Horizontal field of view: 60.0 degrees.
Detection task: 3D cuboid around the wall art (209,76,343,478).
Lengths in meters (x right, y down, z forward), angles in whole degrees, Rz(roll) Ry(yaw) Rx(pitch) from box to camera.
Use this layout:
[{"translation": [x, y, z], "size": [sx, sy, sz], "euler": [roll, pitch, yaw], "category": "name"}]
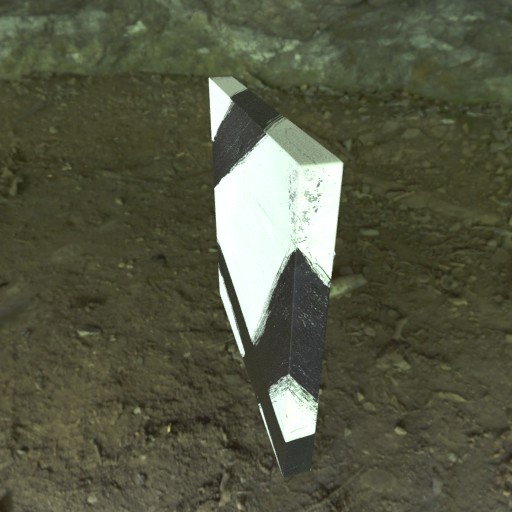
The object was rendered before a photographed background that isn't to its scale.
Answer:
[{"translation": [0.000, 0.000, 0.771], "size": [0.050, 0.508, 0.507], "euler": [-8, 32, -13], "category": "wall art"}]
